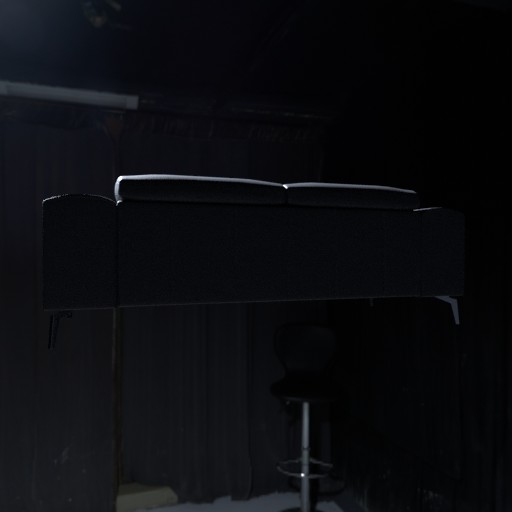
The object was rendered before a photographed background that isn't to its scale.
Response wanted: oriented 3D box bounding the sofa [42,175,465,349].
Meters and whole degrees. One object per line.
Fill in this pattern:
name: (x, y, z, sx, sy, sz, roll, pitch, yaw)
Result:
sofa: (0.000, 0.000, 2.781, 2.330, 0.814, 1.048, 0, 1, -18)
